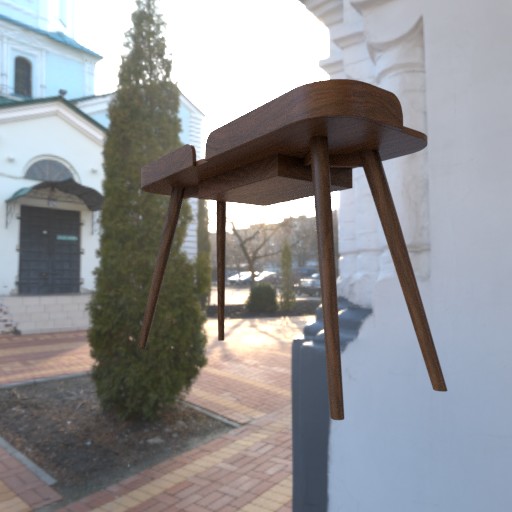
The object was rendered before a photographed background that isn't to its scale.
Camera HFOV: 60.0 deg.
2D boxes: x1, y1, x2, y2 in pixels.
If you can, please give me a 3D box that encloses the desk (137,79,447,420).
[{"bbox_3d":[0.000,0.000,1.648,0.486,0.800,1.256,2,-3,-36],"label":"desk"}]
